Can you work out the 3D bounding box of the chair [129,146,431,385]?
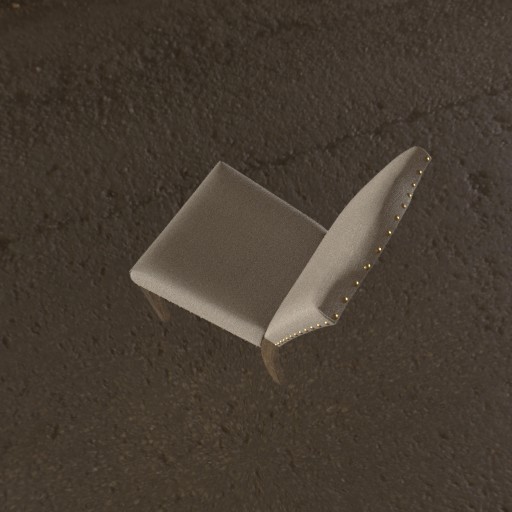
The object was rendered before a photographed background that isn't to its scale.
[{"bbox_3d":[0.000,0.000,1.347,0.620,1.020,0.508,30,69,13],"label":"chair"}]
